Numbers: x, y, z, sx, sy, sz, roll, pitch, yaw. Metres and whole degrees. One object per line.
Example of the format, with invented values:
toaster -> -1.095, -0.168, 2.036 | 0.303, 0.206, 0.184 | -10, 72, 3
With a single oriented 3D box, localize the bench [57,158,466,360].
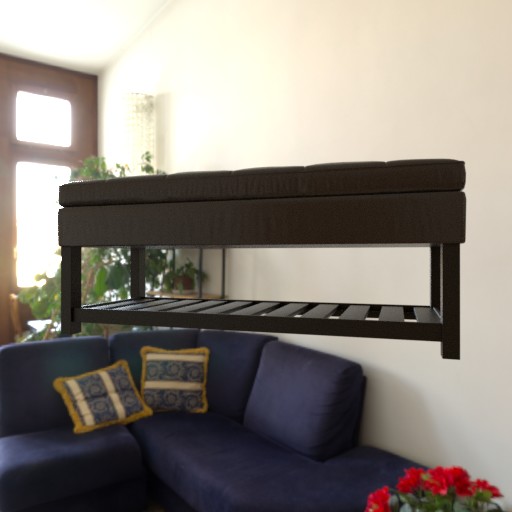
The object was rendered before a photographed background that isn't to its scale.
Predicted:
bench -> 0.000, 0.000, 1.333 | 1.105, 0.460, 0.432 | 0, 0, 18
